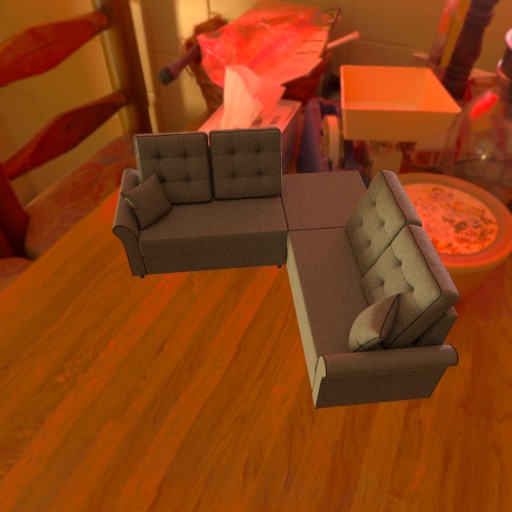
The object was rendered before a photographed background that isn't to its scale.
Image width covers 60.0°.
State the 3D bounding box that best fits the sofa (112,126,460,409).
[{"bbox_3d":[0.000,0.000,3.187,2.068,0.988,2.070,-4,45,-4],"label":"sofa"}]
